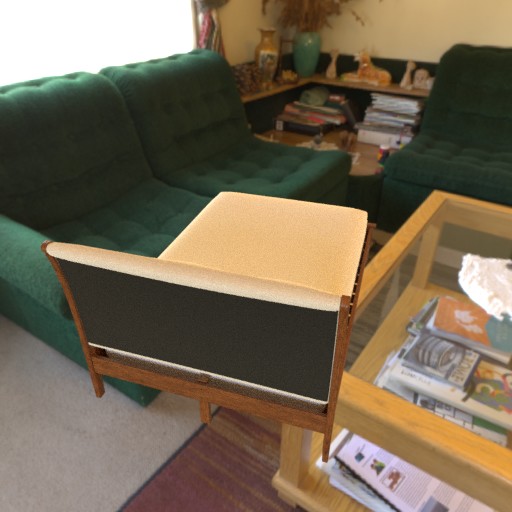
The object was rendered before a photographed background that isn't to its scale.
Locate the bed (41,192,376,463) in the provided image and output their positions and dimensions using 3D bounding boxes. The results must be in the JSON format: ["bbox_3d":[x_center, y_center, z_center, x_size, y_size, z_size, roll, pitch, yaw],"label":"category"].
[{"bbox_3d":[0.000,0.000,3.303,1.612,1.250,2.380,10,34,15],"label":"bed"}]
